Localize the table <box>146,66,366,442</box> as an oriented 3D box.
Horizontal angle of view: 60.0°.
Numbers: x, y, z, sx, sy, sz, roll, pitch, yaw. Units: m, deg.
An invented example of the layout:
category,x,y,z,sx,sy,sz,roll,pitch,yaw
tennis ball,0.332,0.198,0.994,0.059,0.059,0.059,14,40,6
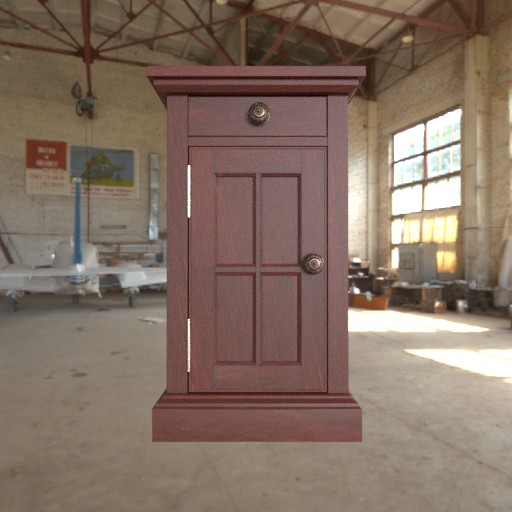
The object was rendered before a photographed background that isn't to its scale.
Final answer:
category,x,y,z,sx,sy,sz,roll,pitch,yaw
table,0.000,0.000,1.008,0.356,0.612,0.584,0,0,0
